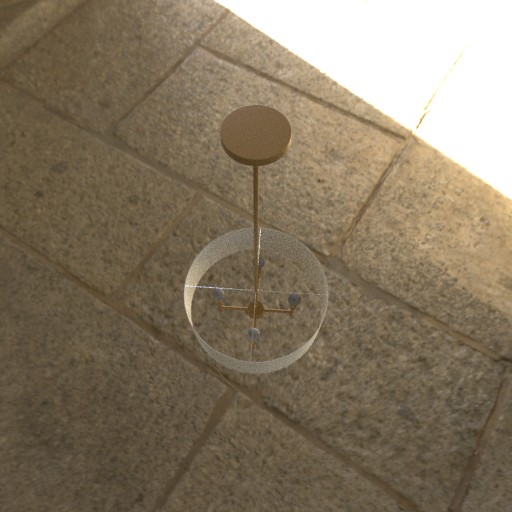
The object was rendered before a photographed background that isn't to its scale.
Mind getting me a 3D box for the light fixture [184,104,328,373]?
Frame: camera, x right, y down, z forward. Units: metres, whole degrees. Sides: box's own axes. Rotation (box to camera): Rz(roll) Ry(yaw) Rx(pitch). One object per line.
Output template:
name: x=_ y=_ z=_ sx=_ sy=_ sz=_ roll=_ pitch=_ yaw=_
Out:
light fixture: x=0.000 y=0.000 z=1.315 sx=0.508 sy=1.067 sz=0.508 roll=0 pitch=64 yaw=0
